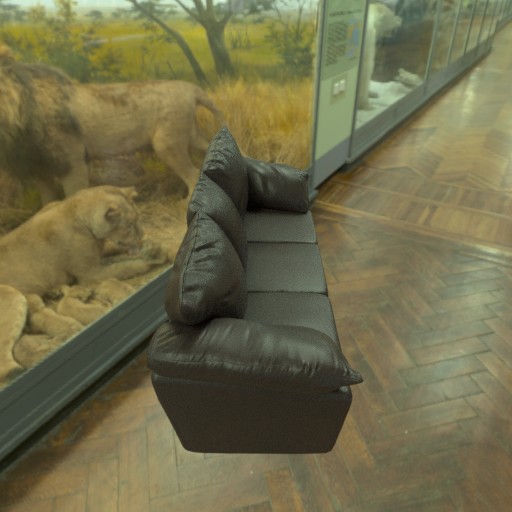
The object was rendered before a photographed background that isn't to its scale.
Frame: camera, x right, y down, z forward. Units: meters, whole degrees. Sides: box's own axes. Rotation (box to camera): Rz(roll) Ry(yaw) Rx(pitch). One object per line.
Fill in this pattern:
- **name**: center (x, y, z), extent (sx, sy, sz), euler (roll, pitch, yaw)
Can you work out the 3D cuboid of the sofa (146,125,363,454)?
- **sofa**: center (0.000, 0.000, 2.836), extent (0.907, 1.091, 2.390), euler (0, 32, 0)
